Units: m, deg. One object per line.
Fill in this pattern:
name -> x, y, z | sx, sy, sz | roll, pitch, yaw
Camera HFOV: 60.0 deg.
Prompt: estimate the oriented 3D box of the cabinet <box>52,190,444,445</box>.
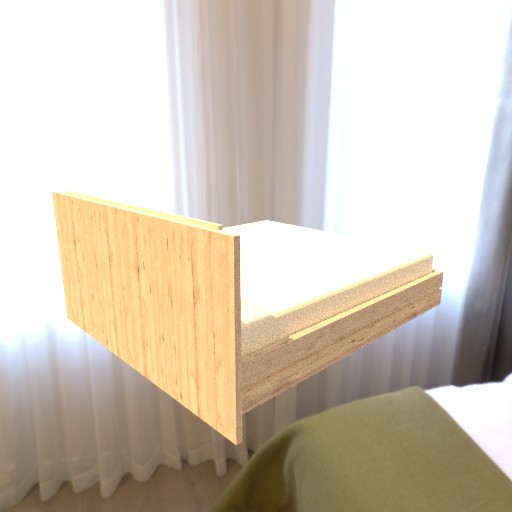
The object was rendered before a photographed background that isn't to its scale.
cabinet -> 0.000, 0.000, 3.217 | 2.080, 0.970, 1.950 | -14, 21, -41
